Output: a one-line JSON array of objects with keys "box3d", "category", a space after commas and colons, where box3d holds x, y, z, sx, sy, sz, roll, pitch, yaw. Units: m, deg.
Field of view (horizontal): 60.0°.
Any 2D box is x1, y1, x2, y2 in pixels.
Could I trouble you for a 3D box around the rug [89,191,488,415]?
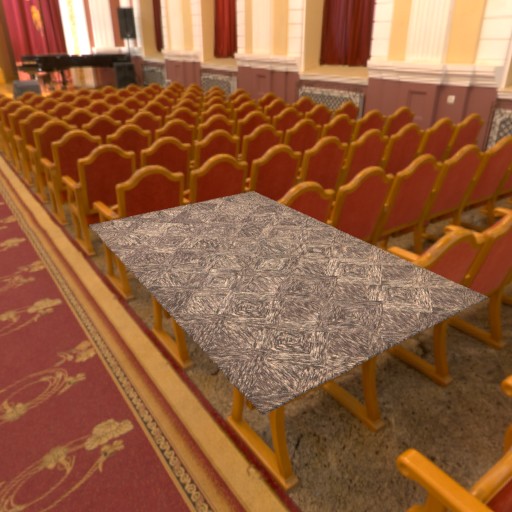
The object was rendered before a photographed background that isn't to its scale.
[{"box3d": [0.000, 0.000, 2.275, 1.189, 0.011, 1.808, -17, 31, -30], "category": "rug"}]
